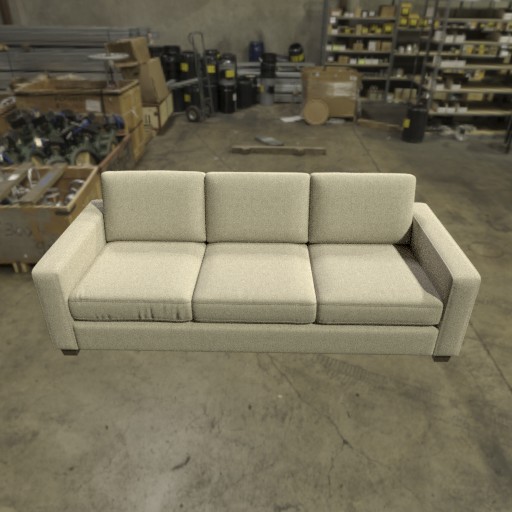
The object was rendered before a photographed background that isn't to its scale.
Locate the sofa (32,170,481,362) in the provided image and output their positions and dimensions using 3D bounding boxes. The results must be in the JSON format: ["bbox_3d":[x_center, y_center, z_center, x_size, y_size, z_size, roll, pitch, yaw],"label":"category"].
[{"bbox_3d":[0.000,0.000,2.554,2.160,0.800,0.900,1,30,1],"label":"sofa"}]
